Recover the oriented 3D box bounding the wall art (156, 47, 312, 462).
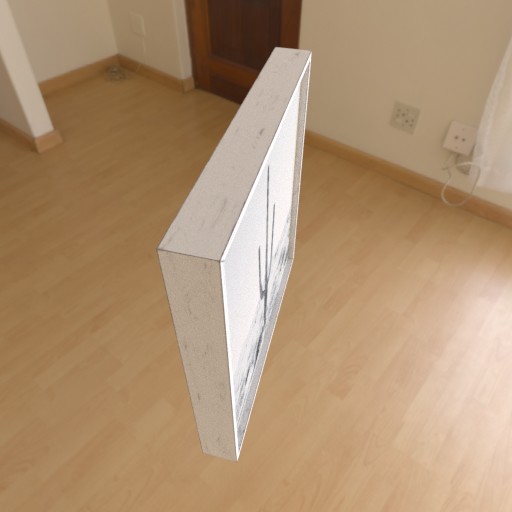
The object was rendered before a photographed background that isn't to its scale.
[{"bbox_3d":[0.000,0.000,0.460,0.038,0.305,0.305,11,47,10],"label":"wall art"}]
